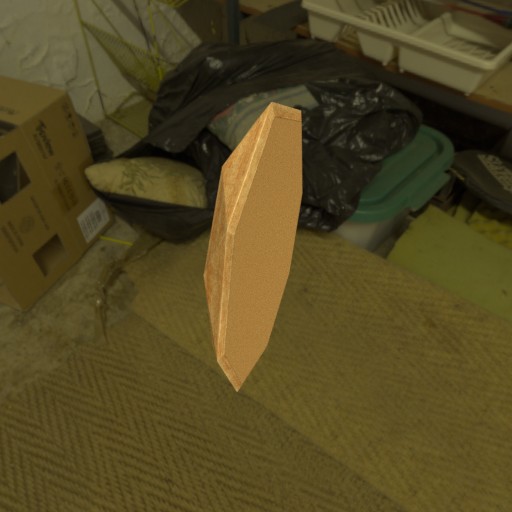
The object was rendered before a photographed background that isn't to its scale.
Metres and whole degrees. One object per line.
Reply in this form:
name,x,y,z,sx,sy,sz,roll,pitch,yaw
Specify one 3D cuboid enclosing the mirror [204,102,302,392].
mirror,0.000,0.000,1.041,0.070,0.774,0.577,15,48,14
